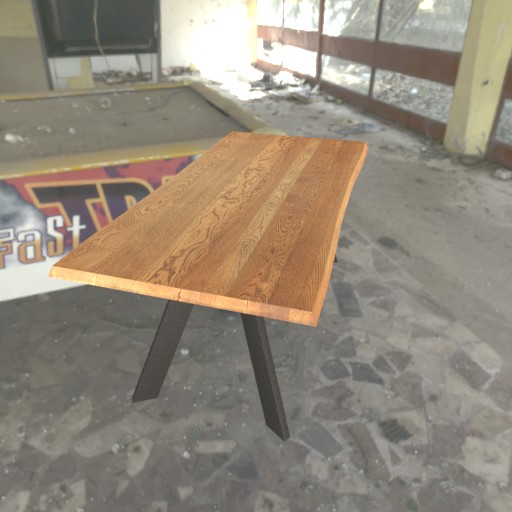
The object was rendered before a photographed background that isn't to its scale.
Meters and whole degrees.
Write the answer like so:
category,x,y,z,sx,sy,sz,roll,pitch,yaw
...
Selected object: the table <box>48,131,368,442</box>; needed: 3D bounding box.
category,x,y,z,sx,sy,sz,roll,pitch,yaw
table,0.000,0.000,2.271,0.900,0.770,1.800,9,31,14
